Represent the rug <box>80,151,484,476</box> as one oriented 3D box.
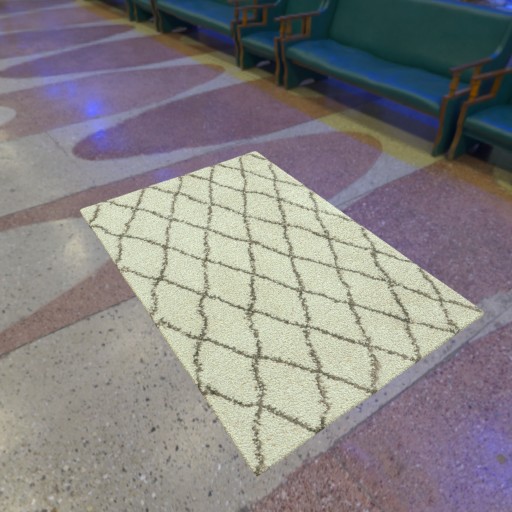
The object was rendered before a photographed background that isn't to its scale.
[{"bbox_3d":[0.000,0.000,2.235,1.219,0.030,1.778,-24,47,-25],"label":"rug"}]
